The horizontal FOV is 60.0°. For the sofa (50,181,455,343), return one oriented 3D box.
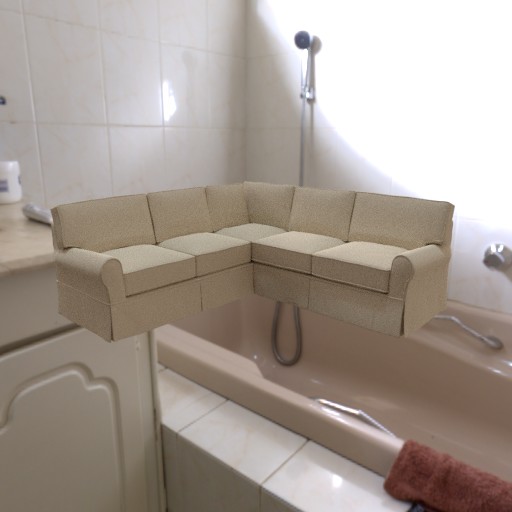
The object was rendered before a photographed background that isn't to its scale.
[{"bbox_3d":[0.000,0.000,3.980,2.597,1.070,2.591,13,19,41],"label":"sofa"}]
